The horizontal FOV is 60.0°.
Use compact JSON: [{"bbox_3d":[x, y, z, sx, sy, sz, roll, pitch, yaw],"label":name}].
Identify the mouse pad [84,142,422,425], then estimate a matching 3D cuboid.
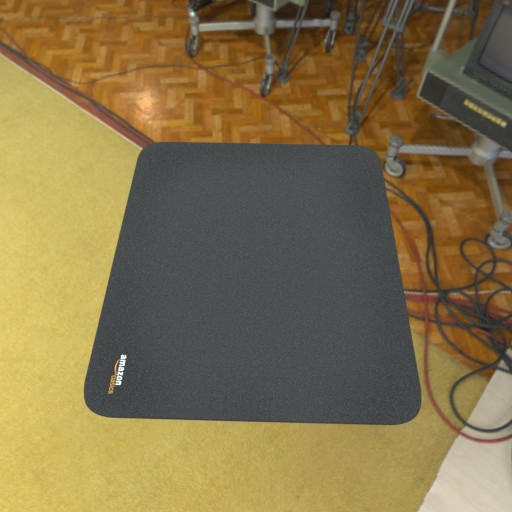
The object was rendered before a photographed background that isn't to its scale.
[{"bbox_3d":[0.000,0.000,0.319,0.203,0.003,0.229,1,57,1],"label":"mouse pad"}]
